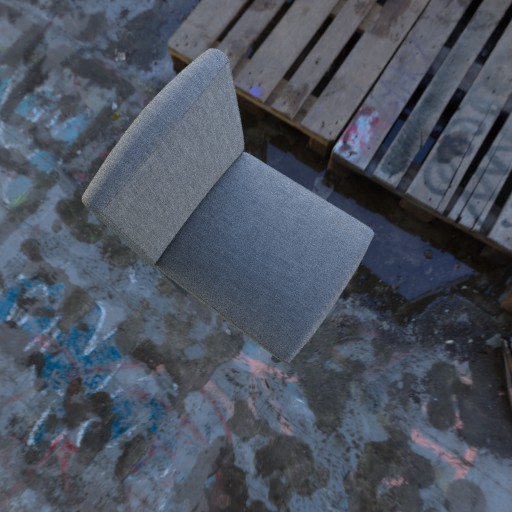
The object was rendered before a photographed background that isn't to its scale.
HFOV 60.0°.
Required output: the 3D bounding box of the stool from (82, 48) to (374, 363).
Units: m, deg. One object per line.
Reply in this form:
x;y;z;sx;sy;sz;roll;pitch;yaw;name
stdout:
0.000;0.000;1.392;0.552;1.138;0.451;34;78;8;stool
